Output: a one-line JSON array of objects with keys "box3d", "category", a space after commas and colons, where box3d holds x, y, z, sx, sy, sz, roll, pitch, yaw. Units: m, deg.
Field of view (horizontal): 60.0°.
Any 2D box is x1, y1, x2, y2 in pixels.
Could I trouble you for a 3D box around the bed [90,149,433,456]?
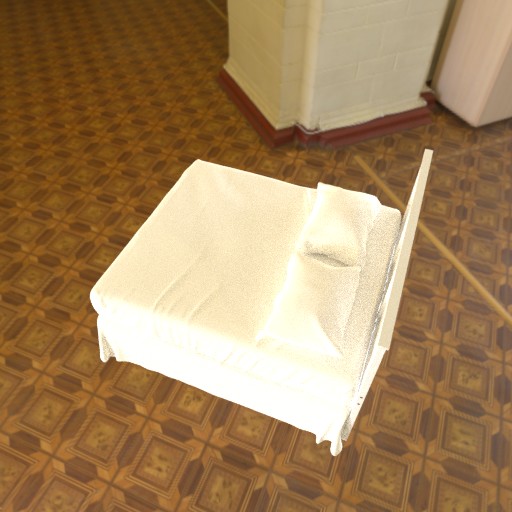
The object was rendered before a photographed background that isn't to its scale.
[{"box3d": [0.000, 0.000, 3.244, 2.047, 1.269, 1.876, 17, 51, 14], "category": "bed"}]
